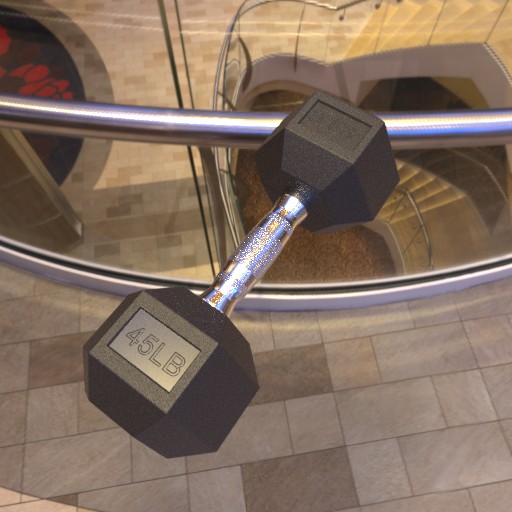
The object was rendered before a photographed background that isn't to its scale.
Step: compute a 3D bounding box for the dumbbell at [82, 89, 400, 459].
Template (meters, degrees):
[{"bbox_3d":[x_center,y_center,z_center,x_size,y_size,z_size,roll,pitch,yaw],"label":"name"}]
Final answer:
[{"bbox_3d":[0.000,0.000,0.409,0.141,0.123,0.356,32,68,15],"label":"dumbbell"}]
